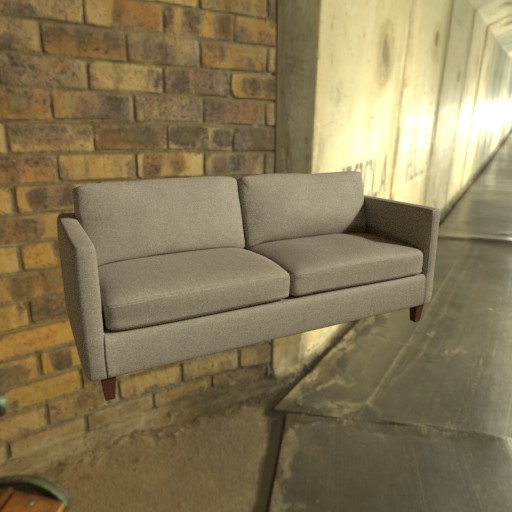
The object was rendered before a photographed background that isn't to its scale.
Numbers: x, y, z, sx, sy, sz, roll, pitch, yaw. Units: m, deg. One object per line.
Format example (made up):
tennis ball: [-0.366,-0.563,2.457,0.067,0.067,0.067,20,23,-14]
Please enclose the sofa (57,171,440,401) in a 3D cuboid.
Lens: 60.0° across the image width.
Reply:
sofa: [0.000,0.000,2.779,2.208,0.963,0.956,-8,17,-26]
